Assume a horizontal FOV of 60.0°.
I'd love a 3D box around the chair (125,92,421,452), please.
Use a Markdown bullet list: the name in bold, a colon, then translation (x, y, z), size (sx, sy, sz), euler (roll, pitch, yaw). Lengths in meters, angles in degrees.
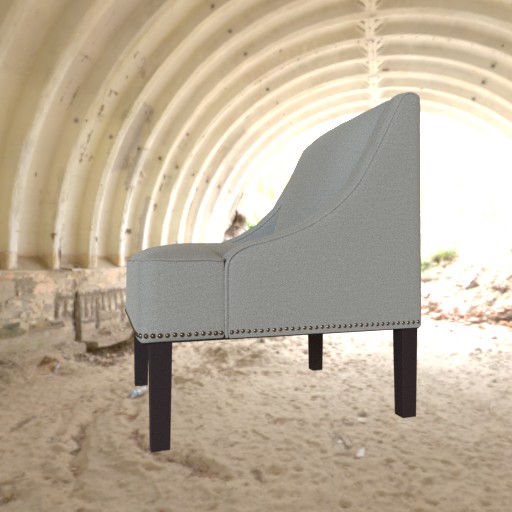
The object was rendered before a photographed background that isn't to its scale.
- **chair**: translation (0.000, 0.000, 1.334), size (0.737, 0.864, 0.610), euler (0, -1, -19)
